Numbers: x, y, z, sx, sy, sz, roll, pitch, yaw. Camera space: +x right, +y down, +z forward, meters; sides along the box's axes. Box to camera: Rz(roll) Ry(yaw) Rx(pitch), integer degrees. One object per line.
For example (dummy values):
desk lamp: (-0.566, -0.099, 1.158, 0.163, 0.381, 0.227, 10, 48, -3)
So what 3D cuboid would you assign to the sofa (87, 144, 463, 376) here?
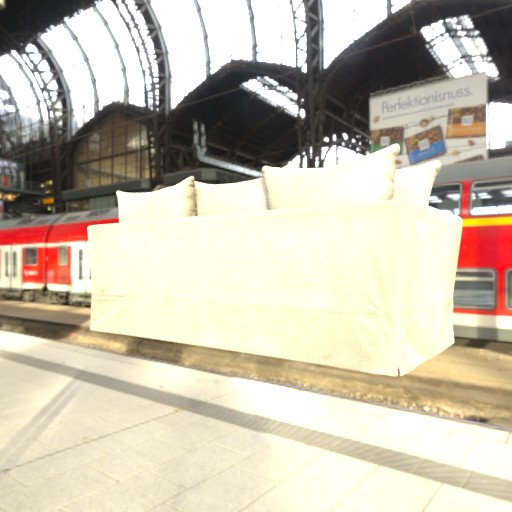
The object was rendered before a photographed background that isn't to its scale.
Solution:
sofa: (0.000, 0.000, 2.867, 2.290, 1.034, 1.031, -1, -1, 36)
